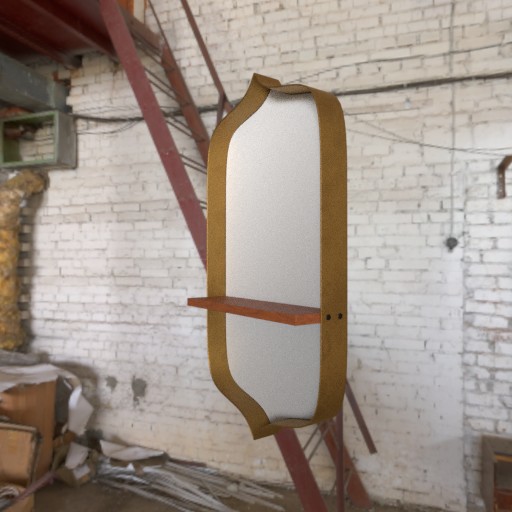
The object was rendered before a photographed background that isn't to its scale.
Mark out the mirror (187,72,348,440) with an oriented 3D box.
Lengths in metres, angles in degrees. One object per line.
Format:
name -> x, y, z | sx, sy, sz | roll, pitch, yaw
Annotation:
mirror -> 0.000, 0.000, 0.741 | 0.096, 0.613, 0.323 | 0, 0, -35
